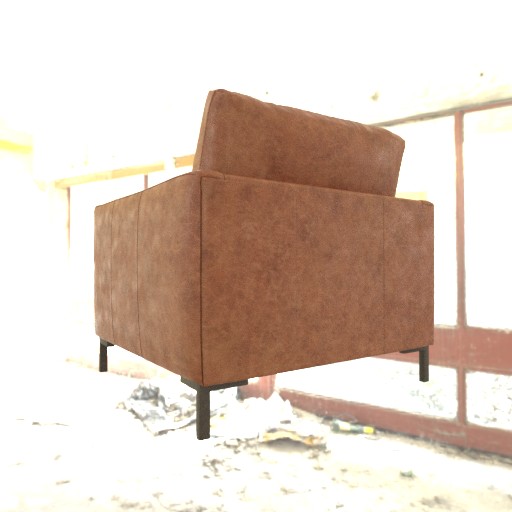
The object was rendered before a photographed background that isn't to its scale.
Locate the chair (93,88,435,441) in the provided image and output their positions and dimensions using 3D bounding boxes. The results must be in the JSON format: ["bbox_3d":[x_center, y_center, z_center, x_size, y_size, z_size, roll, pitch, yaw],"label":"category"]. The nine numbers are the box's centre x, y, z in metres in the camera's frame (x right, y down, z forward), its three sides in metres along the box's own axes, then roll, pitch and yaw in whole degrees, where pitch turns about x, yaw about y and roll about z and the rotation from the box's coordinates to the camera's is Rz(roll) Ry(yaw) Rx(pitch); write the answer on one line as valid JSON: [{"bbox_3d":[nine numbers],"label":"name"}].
[{"bbox_3d":[0.000,0.000,1.618,0.967,0.869,0.862,1,-1,-35],"label":"chair"}]
